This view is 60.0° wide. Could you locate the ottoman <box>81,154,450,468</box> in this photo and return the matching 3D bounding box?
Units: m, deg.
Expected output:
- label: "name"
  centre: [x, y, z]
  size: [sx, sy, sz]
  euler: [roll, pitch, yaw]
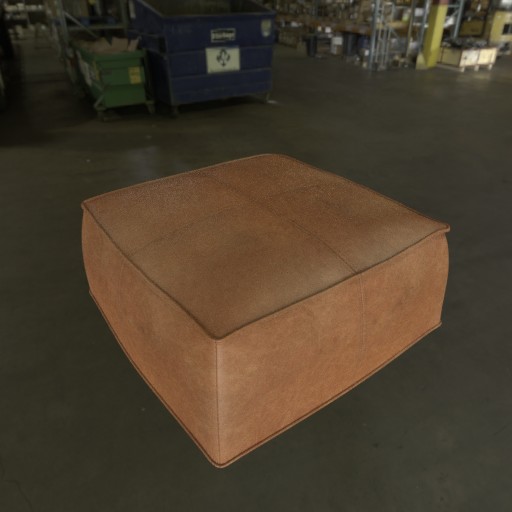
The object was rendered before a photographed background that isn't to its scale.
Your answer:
- label: "ottoman"
  centre: [0.000, 0.000, 1.398]
  size: [0.901, 0.395, 0.902]
  euler: [-21, 37, -31]
